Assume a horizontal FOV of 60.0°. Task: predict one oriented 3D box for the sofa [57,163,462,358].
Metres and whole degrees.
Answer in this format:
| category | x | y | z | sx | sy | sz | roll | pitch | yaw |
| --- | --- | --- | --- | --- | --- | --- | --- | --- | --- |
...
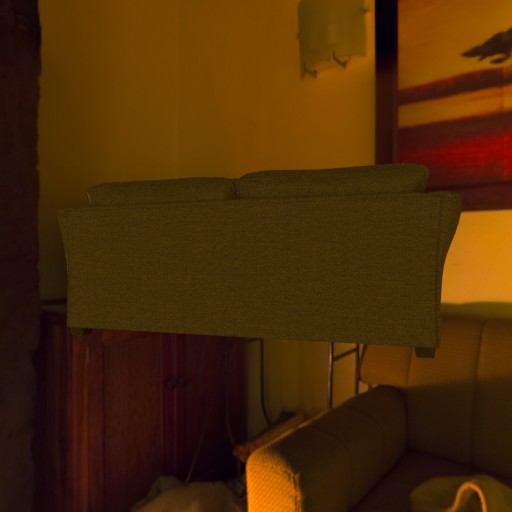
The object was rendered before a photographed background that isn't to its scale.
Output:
| category | x | y | z | sx | sy | sz | roll | pitch | yaw |
| --- | --- | --- | --- | --- | --- | --- | --- | --- | --- |
| sofa | 0.000 | 0.000 | 2.777 | 2.270 | 0.950 | 0.971 | 0 | -1 | 18 |
